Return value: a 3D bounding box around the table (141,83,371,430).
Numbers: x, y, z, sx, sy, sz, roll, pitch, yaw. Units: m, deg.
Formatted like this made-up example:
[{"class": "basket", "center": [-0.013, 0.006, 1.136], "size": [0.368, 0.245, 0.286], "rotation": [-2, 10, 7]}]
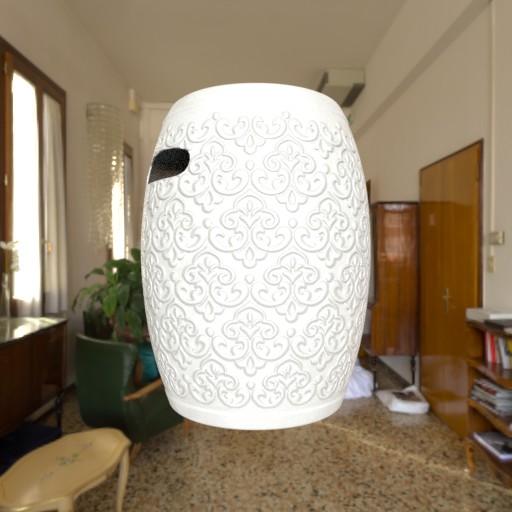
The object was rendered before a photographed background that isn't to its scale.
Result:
[{"class": "table", "center": [0.000, 0.000, 0.616], "size": [0.309, 0.397, 0.309], "rotation": [0, 0, 0]}]
